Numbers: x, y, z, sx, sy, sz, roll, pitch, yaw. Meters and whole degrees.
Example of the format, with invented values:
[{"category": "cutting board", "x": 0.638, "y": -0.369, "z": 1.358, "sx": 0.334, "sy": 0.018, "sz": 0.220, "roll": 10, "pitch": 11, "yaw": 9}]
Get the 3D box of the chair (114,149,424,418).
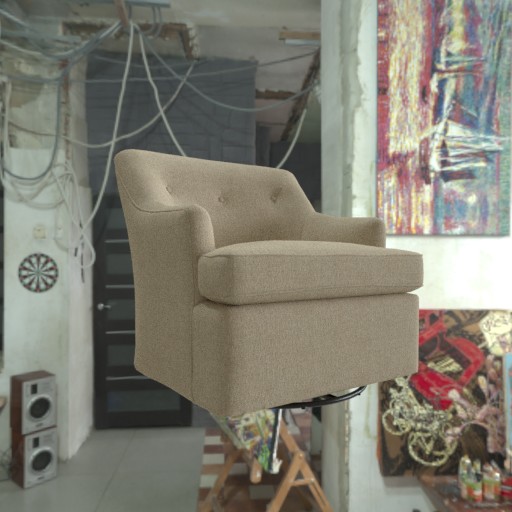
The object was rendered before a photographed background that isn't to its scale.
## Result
[{"category": "chair", "x": 0.000, "y": 0.000, "z": 1.637, "sx": 0.864, "sy": 0.856, "sz": 0.923, "roll": 0, "pitch": 0, "yaw": -34}]
